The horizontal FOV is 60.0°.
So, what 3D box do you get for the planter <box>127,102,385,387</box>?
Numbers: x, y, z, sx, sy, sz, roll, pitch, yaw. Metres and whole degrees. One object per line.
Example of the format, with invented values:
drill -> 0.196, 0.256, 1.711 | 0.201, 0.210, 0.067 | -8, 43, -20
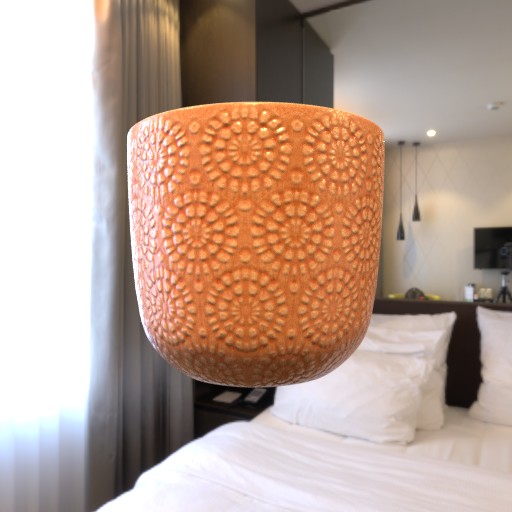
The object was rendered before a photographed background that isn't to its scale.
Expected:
planter -> 0.000, 0.000, 0.373 | 0.208, 0.190, 0.208 | 0, 0, 0
